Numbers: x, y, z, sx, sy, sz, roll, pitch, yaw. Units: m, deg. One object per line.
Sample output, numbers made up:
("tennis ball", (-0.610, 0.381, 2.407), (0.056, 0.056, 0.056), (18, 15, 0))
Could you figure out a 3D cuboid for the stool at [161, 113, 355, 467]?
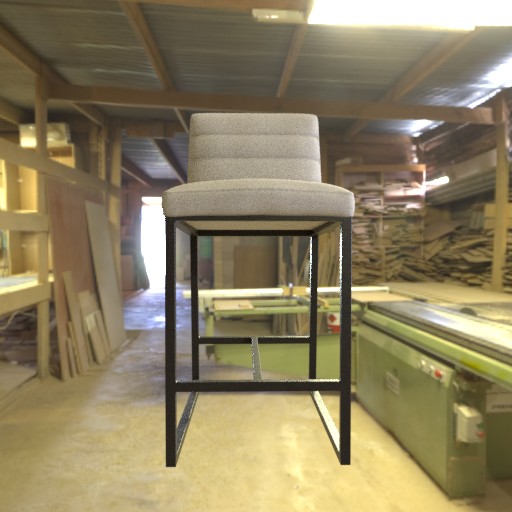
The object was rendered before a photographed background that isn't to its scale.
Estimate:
("stool", (0.000, 0.000, 1.286), (0.459, 0.971, 0.567), (0, 1, -1))
